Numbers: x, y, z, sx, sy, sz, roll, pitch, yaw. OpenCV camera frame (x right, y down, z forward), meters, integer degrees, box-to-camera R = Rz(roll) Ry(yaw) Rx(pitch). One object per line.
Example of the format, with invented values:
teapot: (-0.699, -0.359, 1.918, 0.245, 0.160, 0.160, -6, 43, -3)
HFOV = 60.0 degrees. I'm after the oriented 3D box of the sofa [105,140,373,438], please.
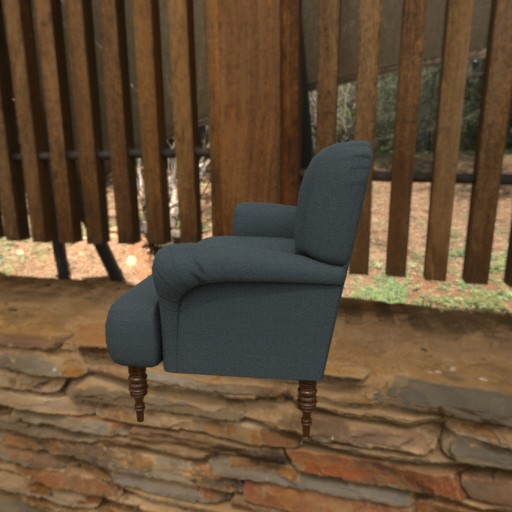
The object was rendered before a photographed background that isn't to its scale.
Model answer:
sofa: (0.000, 0.000, 1.828, 0.779, 0.889, 1.297, 2, 13, 8)
